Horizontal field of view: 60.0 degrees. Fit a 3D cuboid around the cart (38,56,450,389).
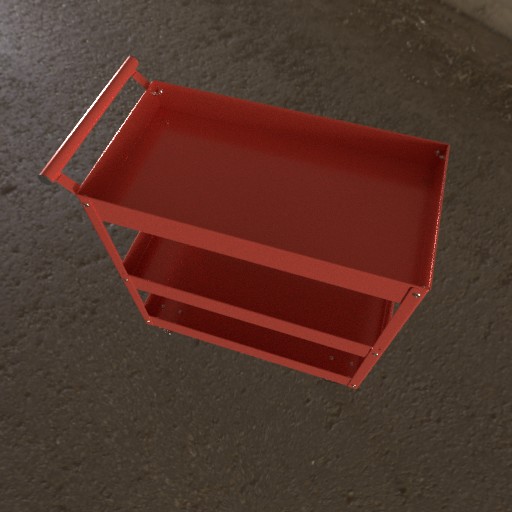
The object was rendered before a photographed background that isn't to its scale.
[{"bbox_3d":[0.000,0.000,1.165,0.719,0.780,0.366,15,60,9],"label":"cart"}]
